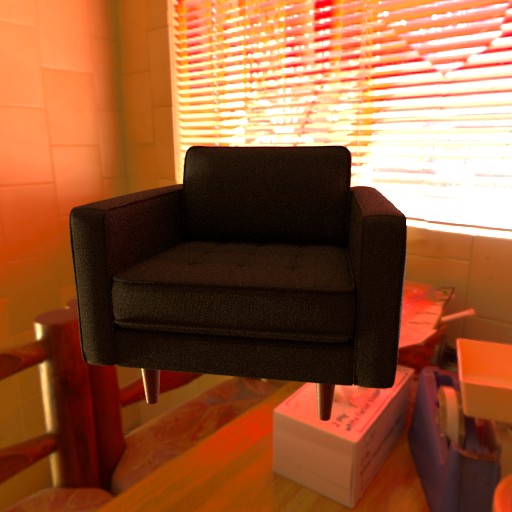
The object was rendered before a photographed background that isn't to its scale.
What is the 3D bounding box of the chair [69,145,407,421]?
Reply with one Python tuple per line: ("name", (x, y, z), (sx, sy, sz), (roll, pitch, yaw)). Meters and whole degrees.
("chair", (0.000, 0.000, 1.577), (0.899, 0.770, 0.919), (2, 14, 9))
